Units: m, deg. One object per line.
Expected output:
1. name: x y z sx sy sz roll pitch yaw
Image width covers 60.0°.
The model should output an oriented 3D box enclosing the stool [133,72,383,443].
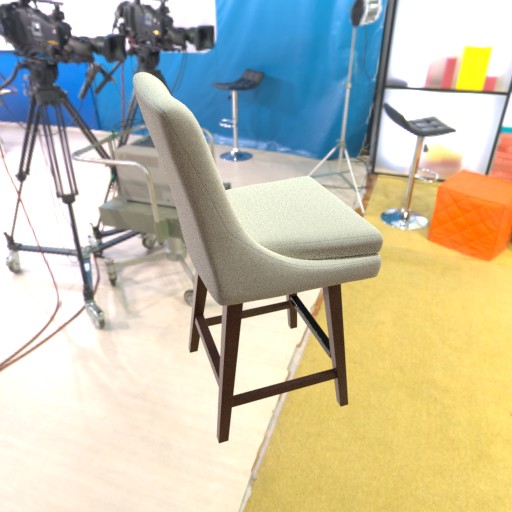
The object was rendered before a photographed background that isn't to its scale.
1. stool: 0.000 0.000 1.312 0.559 0.991 0.483 -10 32 -17
